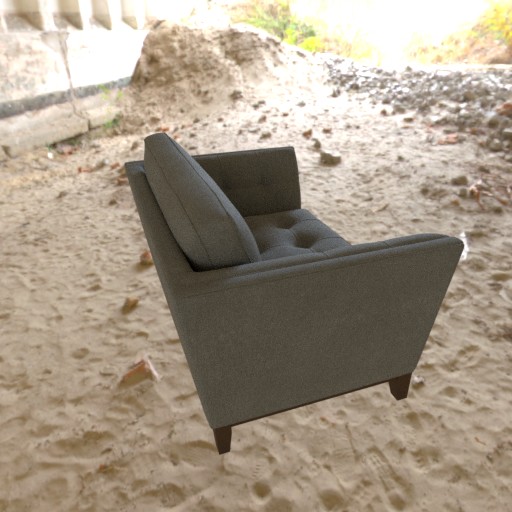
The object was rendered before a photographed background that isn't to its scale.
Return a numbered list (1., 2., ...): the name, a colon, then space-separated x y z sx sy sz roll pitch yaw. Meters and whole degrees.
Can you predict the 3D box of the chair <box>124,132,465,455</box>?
1. chair: 0.000 0.000 2.020 0.965 0.942 1.396 -10 29 -18
